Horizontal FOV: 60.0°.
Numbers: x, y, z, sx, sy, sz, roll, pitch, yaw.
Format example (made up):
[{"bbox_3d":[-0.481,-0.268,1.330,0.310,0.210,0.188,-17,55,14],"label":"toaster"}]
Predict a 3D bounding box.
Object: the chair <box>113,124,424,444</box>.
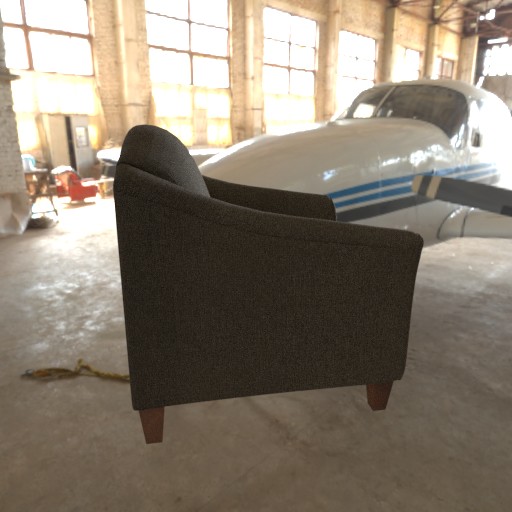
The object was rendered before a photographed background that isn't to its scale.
[{"bbox_3d":[0.000,0.000,1.477,0.787,0.839,0.763,-3,16,-10],"label":"chair"}]
